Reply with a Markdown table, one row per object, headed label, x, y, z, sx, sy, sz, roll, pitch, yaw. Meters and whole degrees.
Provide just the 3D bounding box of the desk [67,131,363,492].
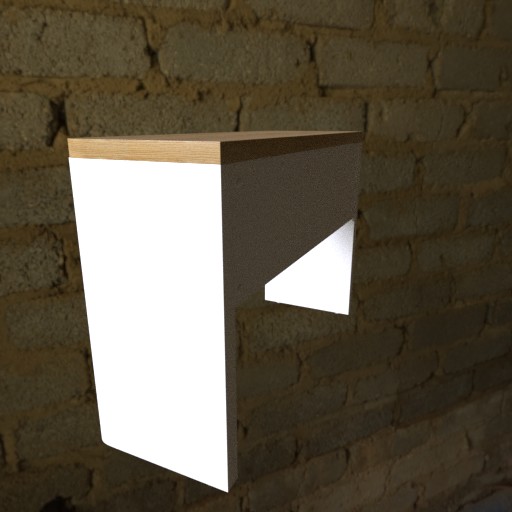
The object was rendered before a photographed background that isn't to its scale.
| label | x | y | z | sx | sy | sz | roll | pitch | yaw |
| --- | --- | --- | --- | --- | --- | --- | --- | --- | --- |
| desk | 0.000 | 0.000 | 1.431 | 0.390 | 0.760 | 1.100 | 8 | 18 | 24 |
